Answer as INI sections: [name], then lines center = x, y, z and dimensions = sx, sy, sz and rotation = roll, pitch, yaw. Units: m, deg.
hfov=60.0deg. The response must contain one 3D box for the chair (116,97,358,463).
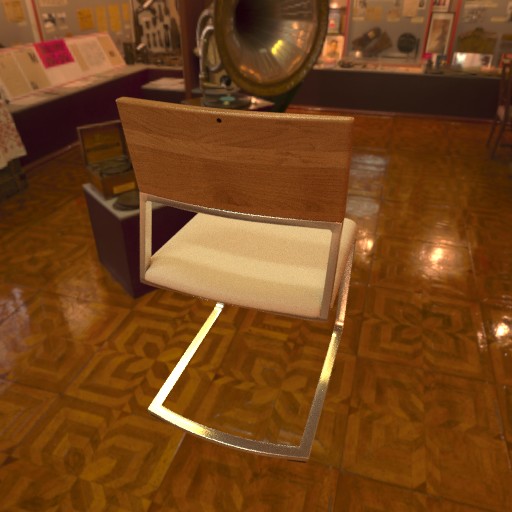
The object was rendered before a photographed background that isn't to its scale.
[chair]
center = 0.000, 0.000, 1.171
dimensions = 0.467, 0.844, 0.585
rotation = 10, 34, 16
